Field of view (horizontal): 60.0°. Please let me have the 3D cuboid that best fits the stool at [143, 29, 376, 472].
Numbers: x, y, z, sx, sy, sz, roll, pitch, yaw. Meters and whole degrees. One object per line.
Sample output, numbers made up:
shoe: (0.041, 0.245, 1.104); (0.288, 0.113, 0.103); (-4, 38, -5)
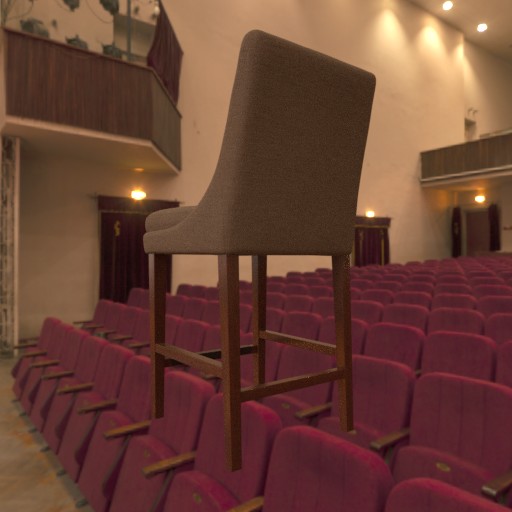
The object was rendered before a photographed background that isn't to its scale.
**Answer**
stool: (0.000, 0.000, 1.274); (0.470, 0.981, 0.577); (0, 0, -37)
